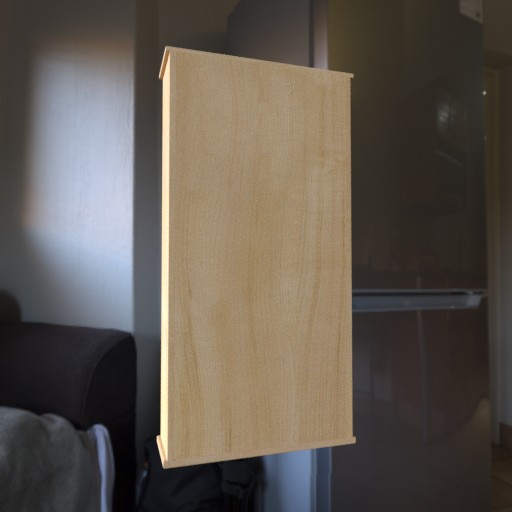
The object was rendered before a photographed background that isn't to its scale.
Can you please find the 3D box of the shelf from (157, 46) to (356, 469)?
[{"bbox_3d":[0.000,0.000,1.236,0.520,1.030,0.175,1,-2,-18],"label":"shelf"}]
